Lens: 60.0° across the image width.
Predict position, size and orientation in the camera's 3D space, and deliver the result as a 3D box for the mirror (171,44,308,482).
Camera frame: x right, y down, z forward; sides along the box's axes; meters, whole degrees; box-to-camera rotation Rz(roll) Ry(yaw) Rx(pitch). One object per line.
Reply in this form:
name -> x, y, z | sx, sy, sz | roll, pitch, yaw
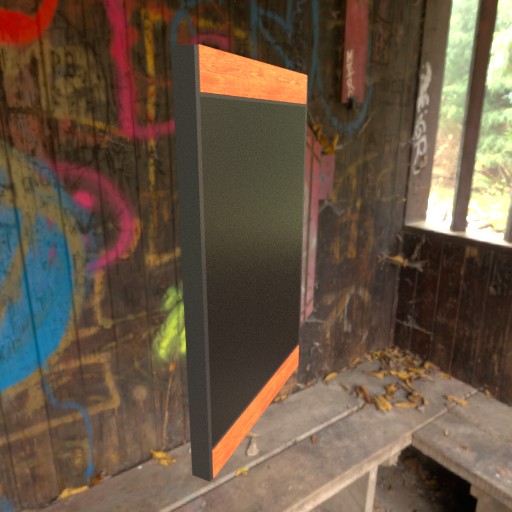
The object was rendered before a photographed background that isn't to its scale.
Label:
mirror -> 0.000, 0.000, 1.029 | 0.047, 0.823, 0.525 | 8, 18, 25
